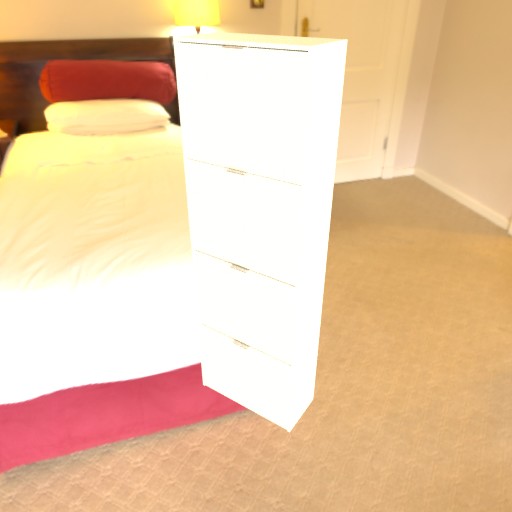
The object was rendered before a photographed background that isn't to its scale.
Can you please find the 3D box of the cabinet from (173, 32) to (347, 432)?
[{"bbox_3d":[0.000,0.000,1.842,0.520,1.630,0.255,19,36,29],"label":"cabinet"}]
